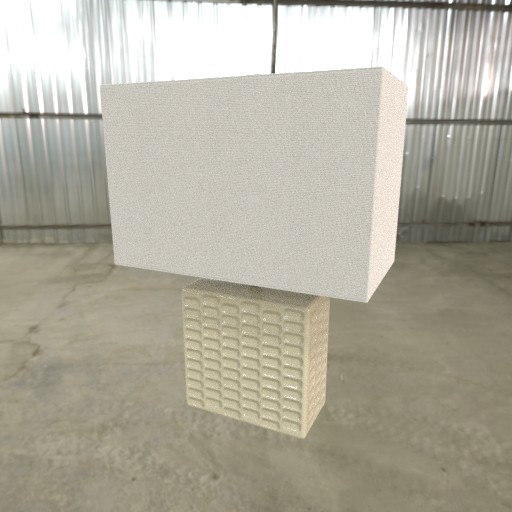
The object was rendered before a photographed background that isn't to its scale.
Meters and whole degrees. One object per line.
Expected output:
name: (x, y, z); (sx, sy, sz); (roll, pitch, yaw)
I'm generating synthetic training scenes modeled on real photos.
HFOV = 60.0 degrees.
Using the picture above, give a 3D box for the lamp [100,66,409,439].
lamp: (0.000, 0.000, 0.676); (0.380, 0.515, 0.200); (7, 16, 25)
